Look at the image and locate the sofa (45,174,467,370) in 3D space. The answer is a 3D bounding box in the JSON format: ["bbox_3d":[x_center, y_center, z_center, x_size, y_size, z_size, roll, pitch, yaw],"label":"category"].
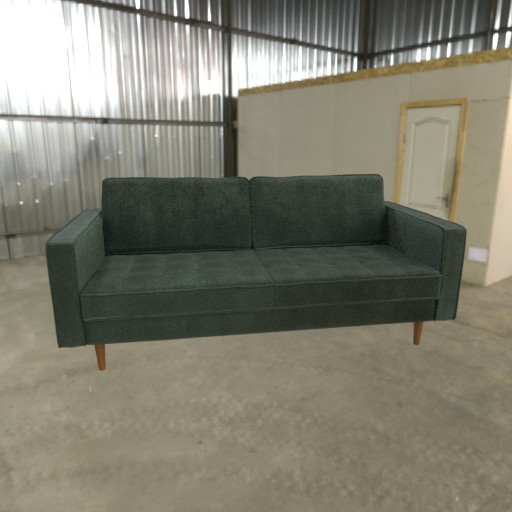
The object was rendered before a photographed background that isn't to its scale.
[{"bbox_3d":[0.000,0.000,2.285,1.816,0.781,0.886,-2,15,-9],"label":"sofa"}]
